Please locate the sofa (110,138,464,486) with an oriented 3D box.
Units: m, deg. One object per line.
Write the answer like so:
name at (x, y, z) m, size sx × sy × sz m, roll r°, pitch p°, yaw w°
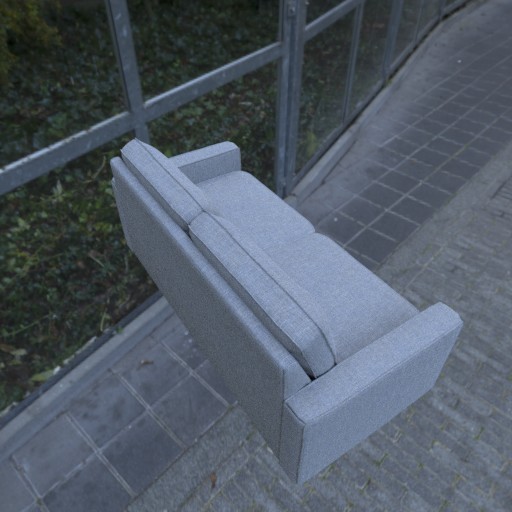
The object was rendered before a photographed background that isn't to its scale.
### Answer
sofa at (0.000, 0.000, 2.537) m, size 0.945 × 0.918 × 2.078 m, roll -24°, pitch 47°, yaw -24°
